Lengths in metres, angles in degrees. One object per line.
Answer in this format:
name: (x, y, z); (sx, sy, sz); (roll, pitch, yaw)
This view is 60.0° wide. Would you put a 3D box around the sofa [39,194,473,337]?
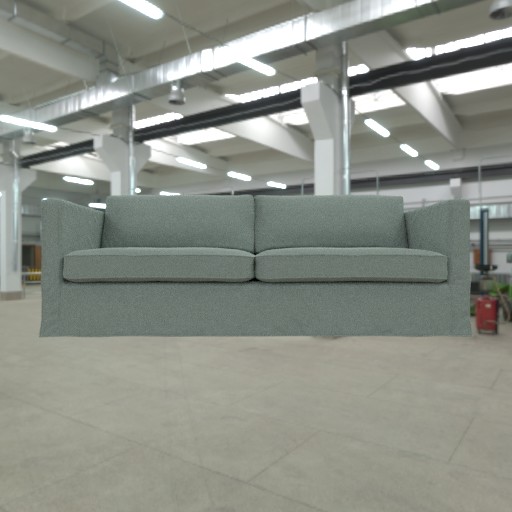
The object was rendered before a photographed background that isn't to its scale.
sofa: (0.000, 0.000, 2.782); (2.312, 0.853, 0.962); (0, 0, 0)
